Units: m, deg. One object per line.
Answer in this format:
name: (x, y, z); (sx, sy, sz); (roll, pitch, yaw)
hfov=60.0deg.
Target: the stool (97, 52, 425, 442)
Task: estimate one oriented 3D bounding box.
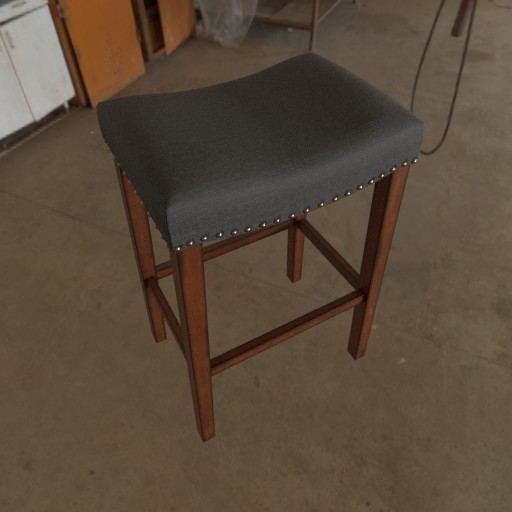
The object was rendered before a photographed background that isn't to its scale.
stool: (0.000, 0.000, 1.021); (0.502, 0.748, 0.366); (-22, 50, -20)
